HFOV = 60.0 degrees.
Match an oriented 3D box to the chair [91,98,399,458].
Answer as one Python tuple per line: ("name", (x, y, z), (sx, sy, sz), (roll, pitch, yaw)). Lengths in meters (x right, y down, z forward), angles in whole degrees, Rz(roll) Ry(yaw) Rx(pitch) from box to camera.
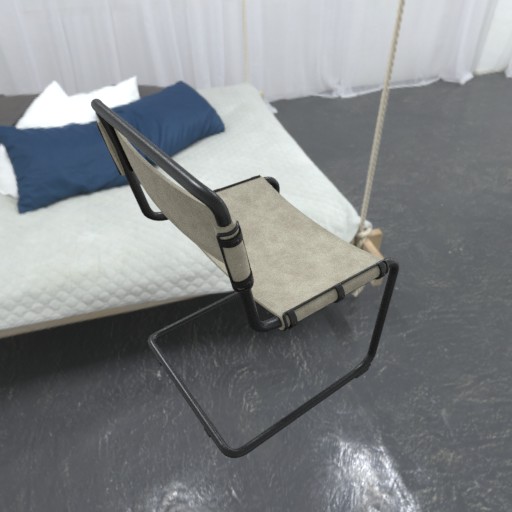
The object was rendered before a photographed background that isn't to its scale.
("chair", (0.000, 0.000, 1.068), (0.497, 0.747, 0.499), (-25, 46, -27))
